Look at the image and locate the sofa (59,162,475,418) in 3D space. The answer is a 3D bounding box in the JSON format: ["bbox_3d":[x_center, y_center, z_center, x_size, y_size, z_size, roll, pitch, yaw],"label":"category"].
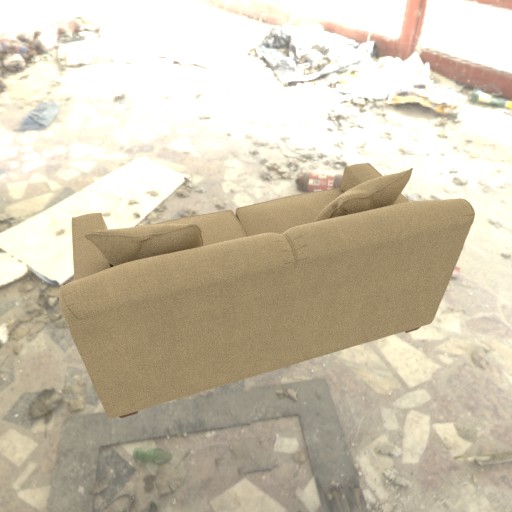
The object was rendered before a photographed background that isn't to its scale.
[{"bbox_3d":[0.000,0.000,2.430,1.846,0.958,0.998,-13,43,-14],"label":"sofa"}]
